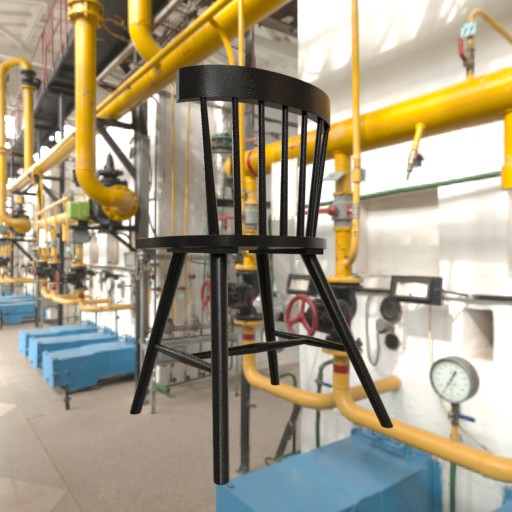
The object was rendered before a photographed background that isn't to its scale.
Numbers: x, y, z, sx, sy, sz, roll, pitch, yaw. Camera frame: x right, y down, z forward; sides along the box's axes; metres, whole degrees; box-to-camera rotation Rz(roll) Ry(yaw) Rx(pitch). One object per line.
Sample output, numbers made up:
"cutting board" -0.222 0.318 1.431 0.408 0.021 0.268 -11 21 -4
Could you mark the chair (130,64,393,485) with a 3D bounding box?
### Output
"chair" 0.000 0.000 1.150 0.506 0.844 0.483 0 -1 -35
